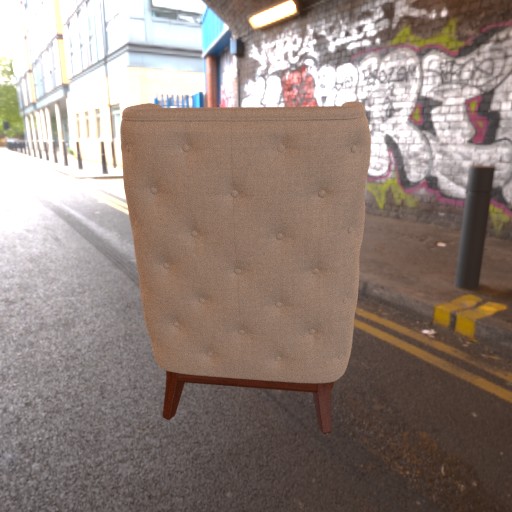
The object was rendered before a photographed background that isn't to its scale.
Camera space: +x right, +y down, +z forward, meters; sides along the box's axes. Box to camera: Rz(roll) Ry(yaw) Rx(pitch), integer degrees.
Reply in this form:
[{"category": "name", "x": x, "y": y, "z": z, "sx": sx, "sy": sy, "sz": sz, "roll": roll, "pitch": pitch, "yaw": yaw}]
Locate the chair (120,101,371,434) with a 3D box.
[{"category": "chair", "x": 0.000, "y": 0.000, "z": 1.675, "sx": 0.778, "sy": 1.079, "sz": 0.899, "roll": 2, "pitch": 15, "yaw": 8}]
